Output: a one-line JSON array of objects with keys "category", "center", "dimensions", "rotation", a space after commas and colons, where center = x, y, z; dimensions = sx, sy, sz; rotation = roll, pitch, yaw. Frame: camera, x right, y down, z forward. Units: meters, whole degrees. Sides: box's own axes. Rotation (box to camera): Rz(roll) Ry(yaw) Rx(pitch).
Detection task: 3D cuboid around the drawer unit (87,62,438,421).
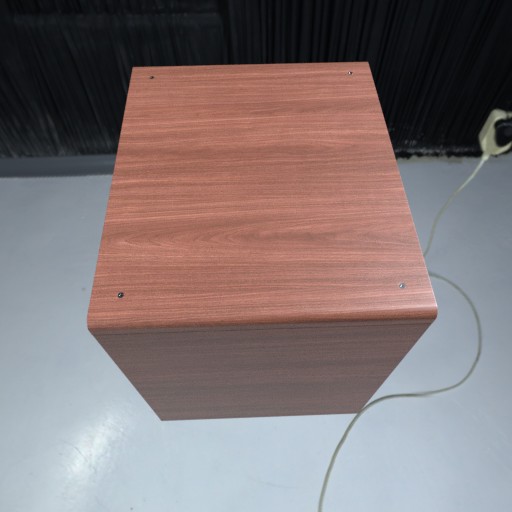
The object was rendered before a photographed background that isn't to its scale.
[{"category": "drawer unit", "center": [0.000, 0.000, 0.604], "dimensions": [0.290, 0.351, 0.349], "rotation": [-2, 58, -1]}]
